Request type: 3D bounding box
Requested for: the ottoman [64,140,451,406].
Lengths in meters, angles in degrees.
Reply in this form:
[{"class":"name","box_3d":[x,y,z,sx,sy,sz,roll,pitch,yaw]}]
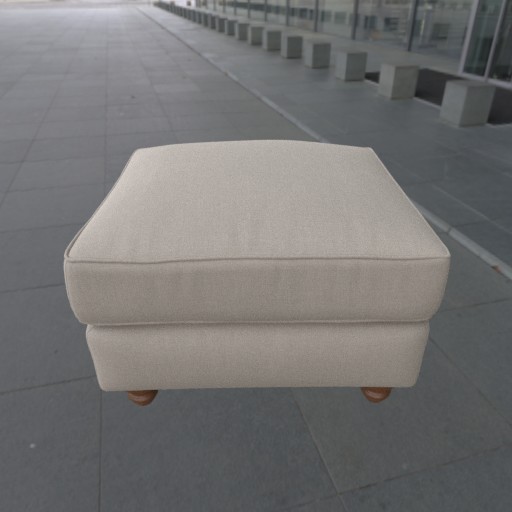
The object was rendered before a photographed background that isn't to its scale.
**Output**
[{"class":"ottoman","box_3d":[0.000,0.000,1.136,0.716,0.505,0.662,0,31,-1]}]
